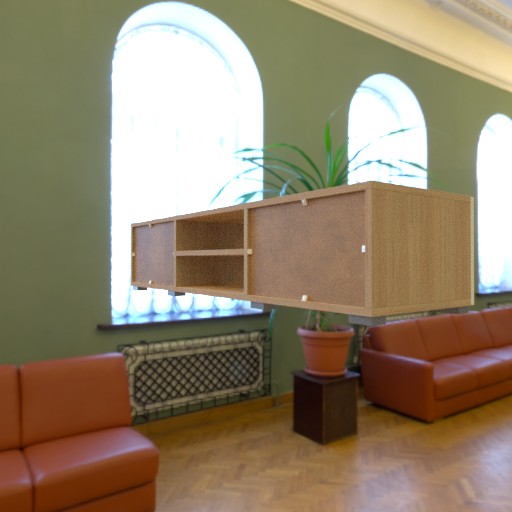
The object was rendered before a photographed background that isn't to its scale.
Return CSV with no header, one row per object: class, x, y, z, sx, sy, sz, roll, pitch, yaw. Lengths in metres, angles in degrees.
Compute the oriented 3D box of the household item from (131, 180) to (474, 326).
household item,0.000,0.000,1.624,0.420,0.310,1.400,0,-1,-36
